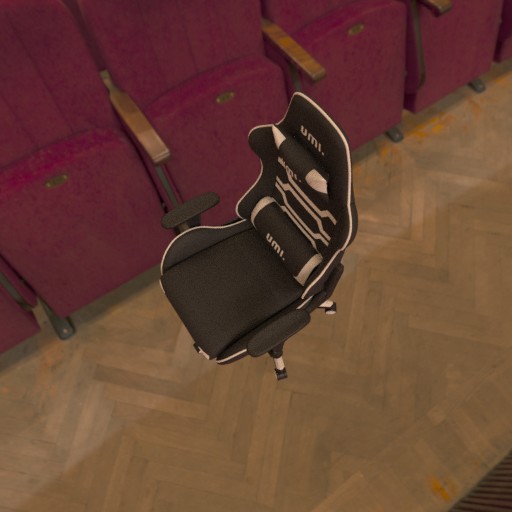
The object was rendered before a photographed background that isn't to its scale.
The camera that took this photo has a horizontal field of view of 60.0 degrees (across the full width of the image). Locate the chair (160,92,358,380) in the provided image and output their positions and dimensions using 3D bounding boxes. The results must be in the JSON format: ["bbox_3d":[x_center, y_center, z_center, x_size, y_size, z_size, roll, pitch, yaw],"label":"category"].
[{"bbox_3d":[0.000,0.000,1.660,0.700,1.240,0.700,-31,67,-15],"label":"chair"}]
